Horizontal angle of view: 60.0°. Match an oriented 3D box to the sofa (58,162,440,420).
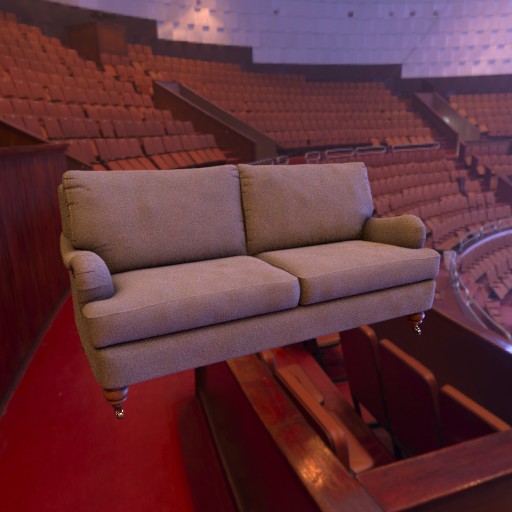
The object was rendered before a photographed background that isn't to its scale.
[{"bbox_3d":[0.000,0.000,2.773,2.193,1.096,1.069,-8,17,-27],"label":"sofa"}]
